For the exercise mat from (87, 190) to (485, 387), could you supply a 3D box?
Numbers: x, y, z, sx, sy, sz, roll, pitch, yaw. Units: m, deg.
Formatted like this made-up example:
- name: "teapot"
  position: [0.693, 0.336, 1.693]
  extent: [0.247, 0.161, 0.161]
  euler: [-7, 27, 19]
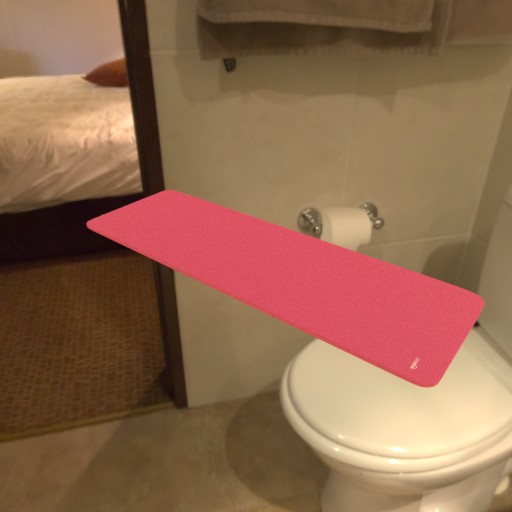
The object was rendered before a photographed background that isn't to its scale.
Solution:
- name: "exercise mat"
  position: [0.000, 0.000, 2.070]
  extent: [1.884, 0.021, 0.616]
  euler: [22, 37, 32]
